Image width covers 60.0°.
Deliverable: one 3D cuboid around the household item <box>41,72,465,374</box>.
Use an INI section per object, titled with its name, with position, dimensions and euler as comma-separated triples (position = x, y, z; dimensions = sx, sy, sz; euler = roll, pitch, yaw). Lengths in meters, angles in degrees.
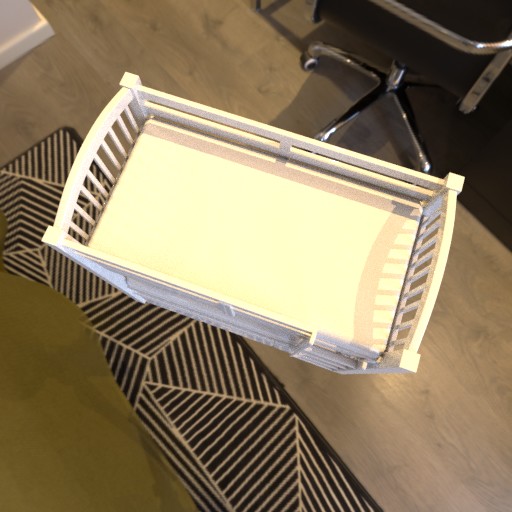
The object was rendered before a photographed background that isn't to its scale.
[household item]
position = 0.000, 0.000, 3.269
dimensions = 2.032, 2.032, 1.143
euler = 19, 76, 5
